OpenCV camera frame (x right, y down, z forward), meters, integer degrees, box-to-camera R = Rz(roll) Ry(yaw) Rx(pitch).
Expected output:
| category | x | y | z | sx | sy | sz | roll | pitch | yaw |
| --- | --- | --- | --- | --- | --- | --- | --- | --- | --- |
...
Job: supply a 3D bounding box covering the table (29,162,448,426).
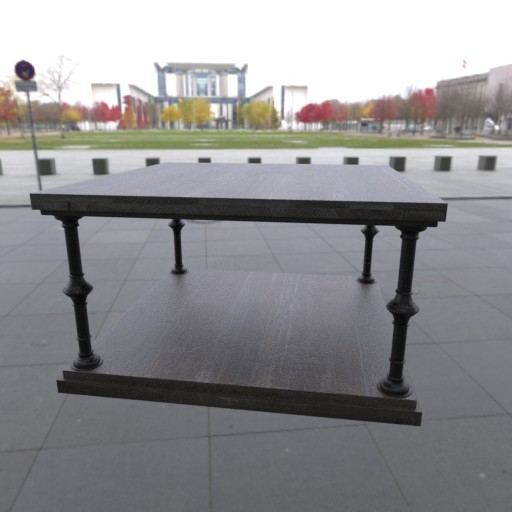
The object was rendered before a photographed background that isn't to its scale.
| category | x | y | z | sx | sy | sz | roll | pitch | yaw |
| --- | --- | --- | --- | --- | --- | --- | --- | --- | --- |
| table | 0.000 | 0.000 | 1.111 | 0.696 | 0.400 | 0.696 | 2 | 16 | 8 |
